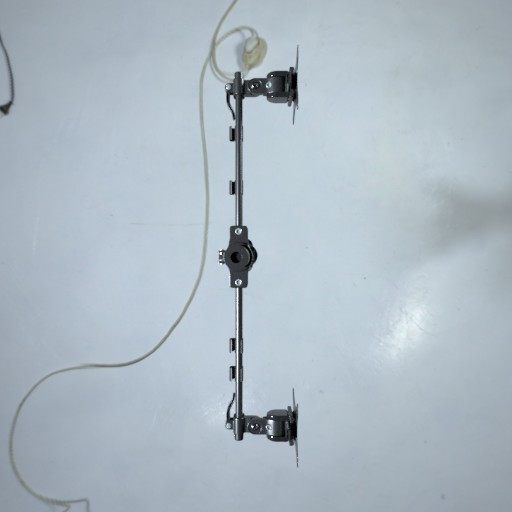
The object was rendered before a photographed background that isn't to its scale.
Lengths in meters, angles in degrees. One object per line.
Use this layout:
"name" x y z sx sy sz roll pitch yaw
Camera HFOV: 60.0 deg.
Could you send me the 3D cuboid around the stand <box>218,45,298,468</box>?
"stand" 0.000 0.000 1.028 0.150 0.603 0.743 0 90 0
